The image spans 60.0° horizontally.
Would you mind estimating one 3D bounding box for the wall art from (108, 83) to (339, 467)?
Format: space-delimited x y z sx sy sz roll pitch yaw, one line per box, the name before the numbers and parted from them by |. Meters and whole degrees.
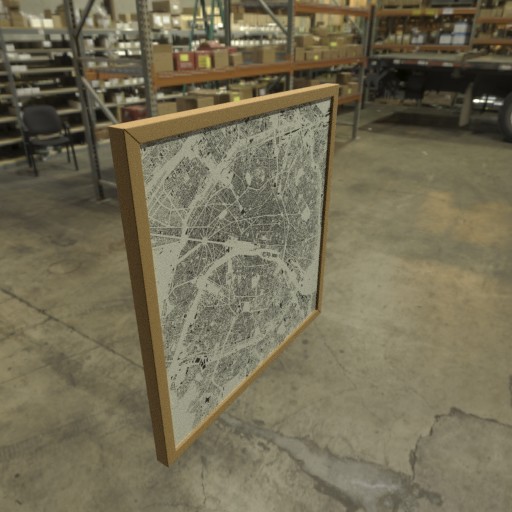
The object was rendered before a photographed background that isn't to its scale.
wall art | 0.000 0.000 1.132 0.037 0.761 0.761 17 32 30
